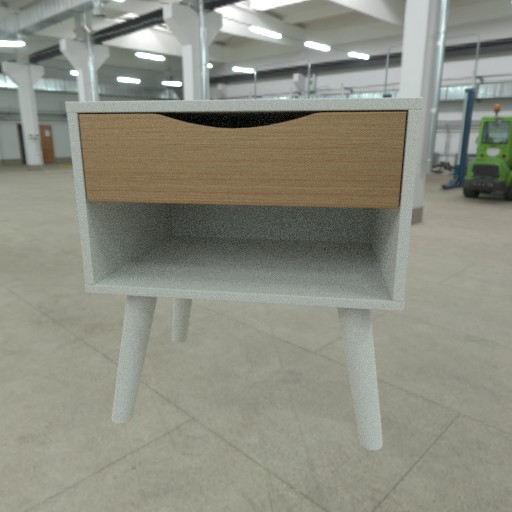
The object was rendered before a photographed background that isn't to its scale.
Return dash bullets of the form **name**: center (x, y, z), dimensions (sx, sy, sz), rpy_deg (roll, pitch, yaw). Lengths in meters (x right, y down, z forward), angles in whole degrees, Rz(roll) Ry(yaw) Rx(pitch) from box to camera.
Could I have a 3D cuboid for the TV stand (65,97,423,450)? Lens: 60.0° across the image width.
- **TV stand**: center (0.000, 0.000, 0.883), dimensions (0.508, 0.559, 0.405), rpy_deg (2, 15, 9)
